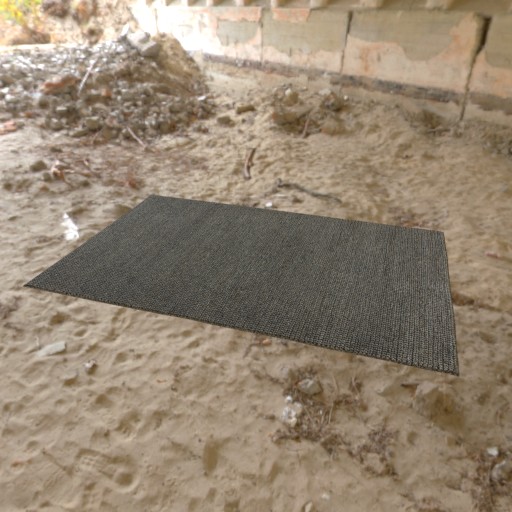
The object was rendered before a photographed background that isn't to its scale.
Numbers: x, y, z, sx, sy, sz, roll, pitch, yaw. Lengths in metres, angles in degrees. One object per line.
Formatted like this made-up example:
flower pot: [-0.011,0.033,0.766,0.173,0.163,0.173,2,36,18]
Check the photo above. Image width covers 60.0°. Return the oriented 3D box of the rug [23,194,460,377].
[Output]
rug: [0.000,0.000,2.966,2.443,0.021,1.538,9,31,15]
